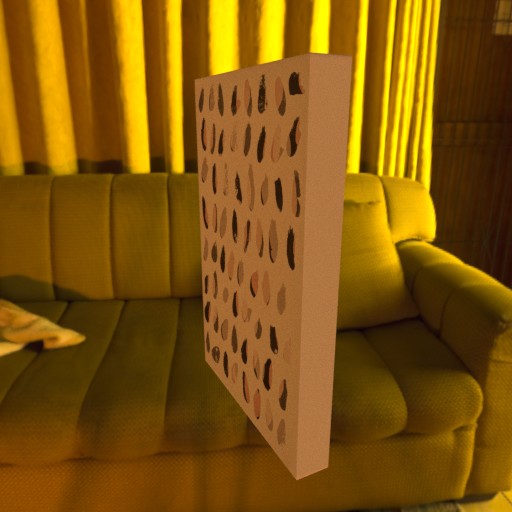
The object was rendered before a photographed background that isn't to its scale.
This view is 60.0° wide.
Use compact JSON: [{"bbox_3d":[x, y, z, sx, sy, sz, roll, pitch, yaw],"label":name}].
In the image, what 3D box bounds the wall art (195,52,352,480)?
[{"bbox_3d":[0.000,0.000,0.491,0.039,0.381,0.252,-8,19,-25],"label":"wall art"}]
